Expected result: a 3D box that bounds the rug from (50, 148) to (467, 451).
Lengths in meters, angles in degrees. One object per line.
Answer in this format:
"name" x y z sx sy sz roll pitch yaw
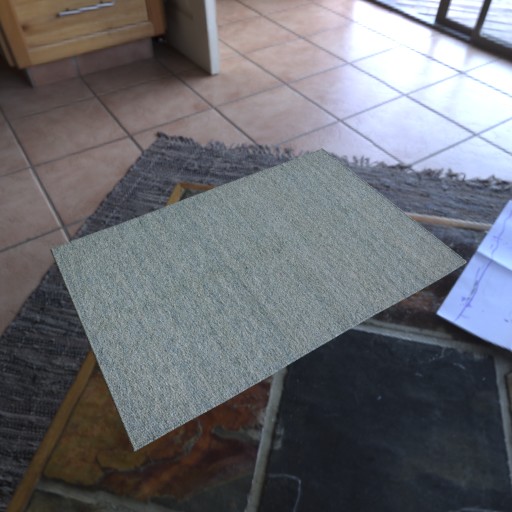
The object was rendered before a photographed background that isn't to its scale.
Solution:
"rug" 0.000 0.000 2.923 2.283 0.013 1.547 -24 51 -21
